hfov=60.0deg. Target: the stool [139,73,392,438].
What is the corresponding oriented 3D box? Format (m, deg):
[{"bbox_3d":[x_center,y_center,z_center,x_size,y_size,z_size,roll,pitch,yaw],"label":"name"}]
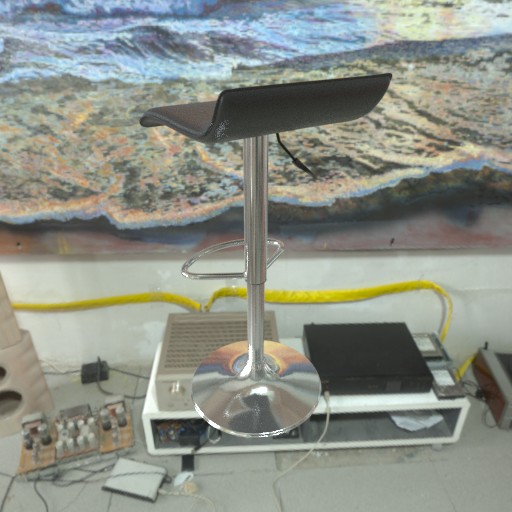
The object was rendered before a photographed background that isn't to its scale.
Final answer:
[{"bbox_3d":[0.000,0.000,1.088,0.381,0.851,0.381,-18,33,-29],"label":"stool"}]
